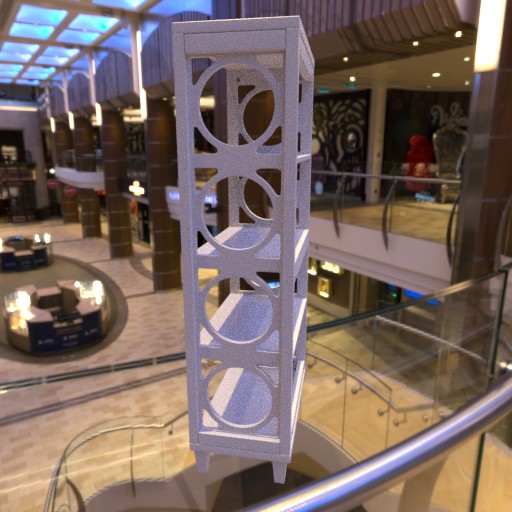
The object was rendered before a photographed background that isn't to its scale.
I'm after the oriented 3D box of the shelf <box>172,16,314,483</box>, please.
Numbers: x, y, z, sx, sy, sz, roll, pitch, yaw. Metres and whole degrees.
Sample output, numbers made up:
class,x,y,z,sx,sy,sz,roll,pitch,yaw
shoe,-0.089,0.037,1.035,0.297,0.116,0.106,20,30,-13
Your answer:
class,x,y,z,sx,sy,sz,roll,pitch,yaw
shelf,0.000,0.000,1.606,0.340,1.411,0.611,3,14,10
